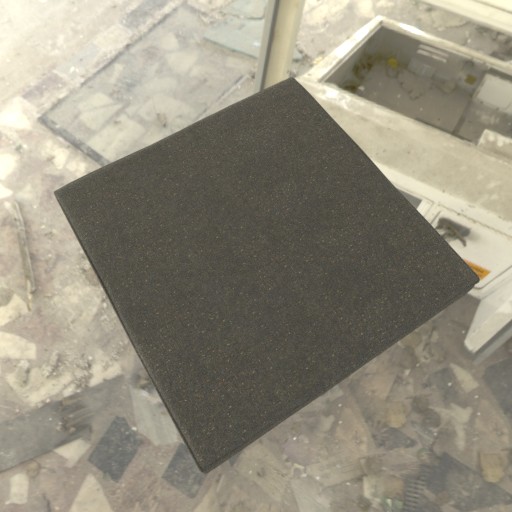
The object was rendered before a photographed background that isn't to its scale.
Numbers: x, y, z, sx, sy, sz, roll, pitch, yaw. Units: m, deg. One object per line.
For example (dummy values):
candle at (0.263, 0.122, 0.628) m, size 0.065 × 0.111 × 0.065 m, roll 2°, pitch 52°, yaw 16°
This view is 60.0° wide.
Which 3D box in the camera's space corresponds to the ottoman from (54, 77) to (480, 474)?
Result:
ottoman at (0.000, 0.000, 1.539) m, size 0.968 × 0.382 × 1.004 m, roll -30°, pitch 68°, yaw -13°
